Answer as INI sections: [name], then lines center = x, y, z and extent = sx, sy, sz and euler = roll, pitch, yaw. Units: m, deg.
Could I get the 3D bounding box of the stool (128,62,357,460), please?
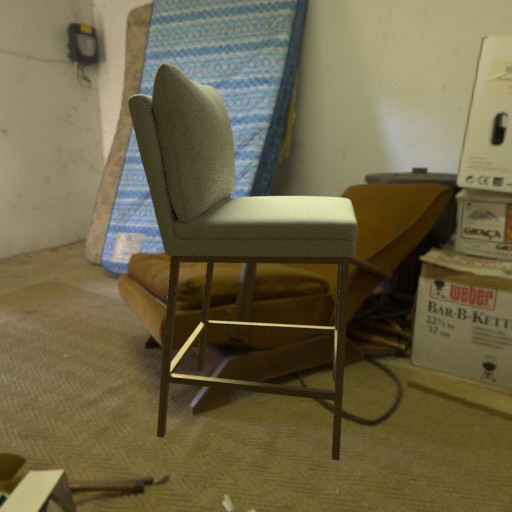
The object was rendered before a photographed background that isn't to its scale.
[stool]
center = 0.000, 0.000, 1.345
extent = 0.572, 1.032, 0.463
euler = 2, 14, 9
